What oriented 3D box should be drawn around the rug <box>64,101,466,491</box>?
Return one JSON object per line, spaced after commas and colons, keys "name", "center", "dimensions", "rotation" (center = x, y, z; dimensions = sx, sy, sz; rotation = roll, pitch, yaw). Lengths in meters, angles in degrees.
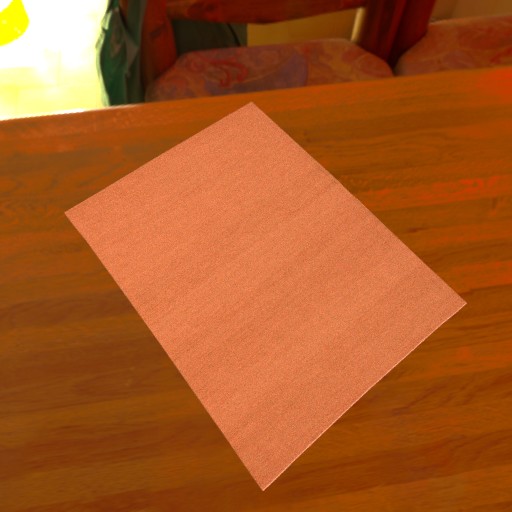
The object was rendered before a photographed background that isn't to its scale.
{"name": "rug", "center": [0.000, 0.000, 4.278], "dimensions": [2.434, 0.045, 3.202], "rotation": [-36, 69, -16]}
